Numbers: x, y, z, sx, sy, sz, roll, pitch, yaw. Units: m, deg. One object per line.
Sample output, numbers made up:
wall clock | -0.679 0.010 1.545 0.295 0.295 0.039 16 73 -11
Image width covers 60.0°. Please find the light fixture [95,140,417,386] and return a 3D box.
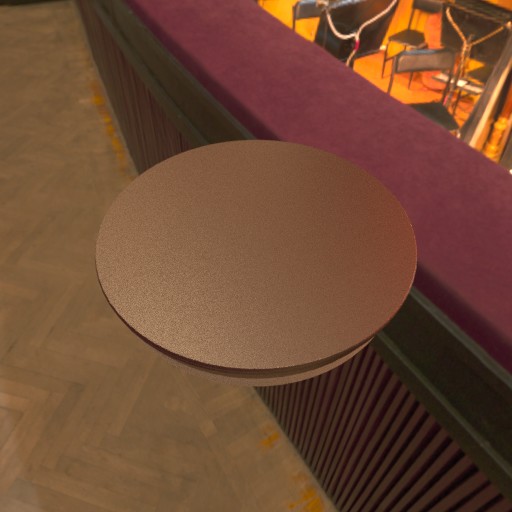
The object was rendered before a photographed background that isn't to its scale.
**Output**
light fixture | 0.000 0.000 0.555 0.368 0.100 0.368 0 47 0
